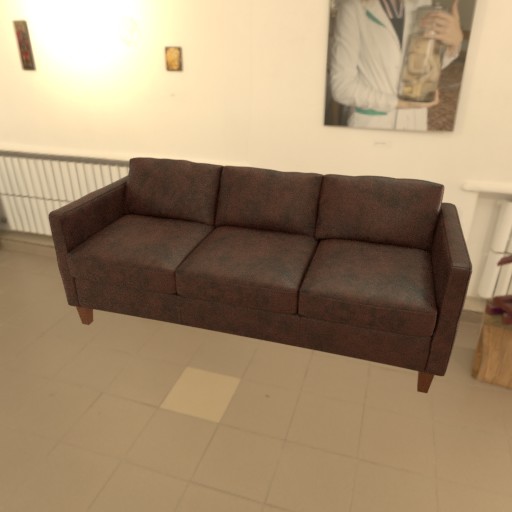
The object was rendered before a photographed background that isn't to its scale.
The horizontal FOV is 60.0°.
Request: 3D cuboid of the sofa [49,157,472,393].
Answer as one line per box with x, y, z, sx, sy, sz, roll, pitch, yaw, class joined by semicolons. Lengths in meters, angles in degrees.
0.000;0.000;2.943;2.464;1.006;1.045;8;27;15;sofa
